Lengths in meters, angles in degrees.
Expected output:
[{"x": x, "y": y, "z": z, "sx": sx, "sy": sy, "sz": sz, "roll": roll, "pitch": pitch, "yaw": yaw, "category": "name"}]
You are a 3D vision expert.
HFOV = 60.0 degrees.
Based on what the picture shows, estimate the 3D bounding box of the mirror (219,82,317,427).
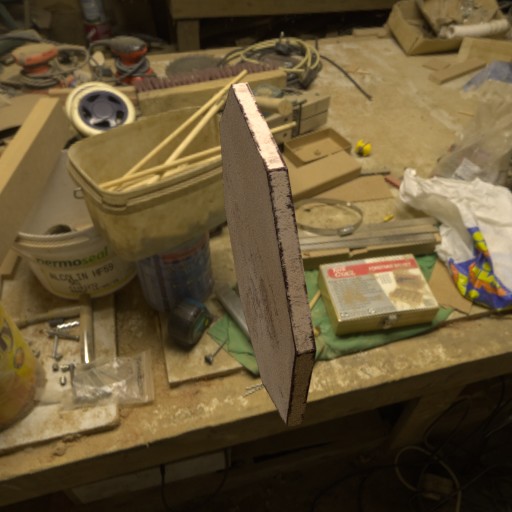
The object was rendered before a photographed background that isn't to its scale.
[{"x": 0.000, "y": 0.000, "z": 0.957, "sx": 0.031, "sy": 0.648, "sz": 0.648, "roll": -10, "pitch": 48, "yaw": -9, "category": "mirror"}]
